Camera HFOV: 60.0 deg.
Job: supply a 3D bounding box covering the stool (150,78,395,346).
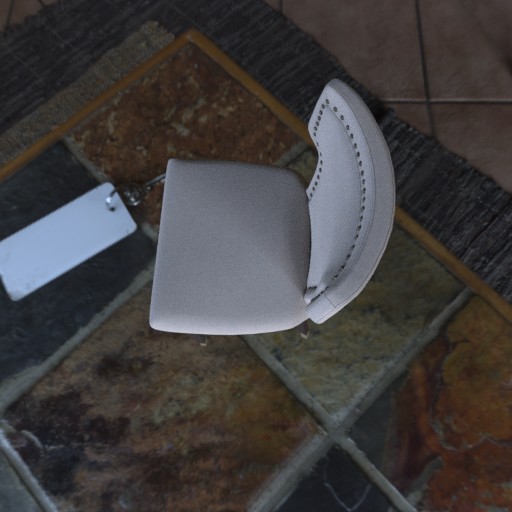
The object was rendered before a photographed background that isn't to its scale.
[{"bbox_3d":[0.000,0.000,1.403,0.563,1.092,0.526,3,74,1],"label":"stool"}]
